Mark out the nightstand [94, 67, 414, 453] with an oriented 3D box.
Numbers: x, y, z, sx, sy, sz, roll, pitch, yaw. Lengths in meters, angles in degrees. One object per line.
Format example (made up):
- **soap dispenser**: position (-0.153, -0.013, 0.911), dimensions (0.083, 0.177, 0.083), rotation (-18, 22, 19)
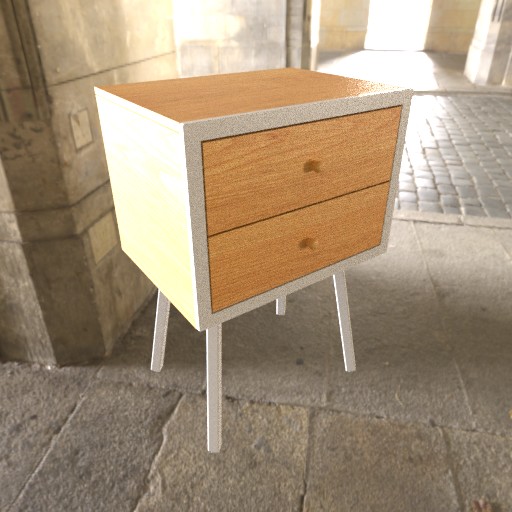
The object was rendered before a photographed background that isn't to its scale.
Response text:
- **nightstand**: position (0.000, 0.000, 0.837), dimensions (0.400, 0.601, 0.316), rotation (-20, 35, -30)
